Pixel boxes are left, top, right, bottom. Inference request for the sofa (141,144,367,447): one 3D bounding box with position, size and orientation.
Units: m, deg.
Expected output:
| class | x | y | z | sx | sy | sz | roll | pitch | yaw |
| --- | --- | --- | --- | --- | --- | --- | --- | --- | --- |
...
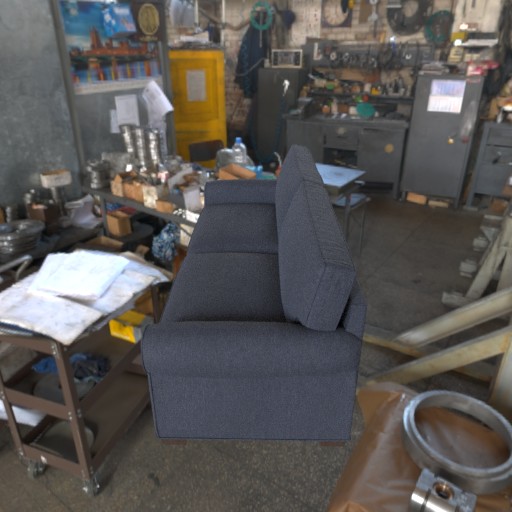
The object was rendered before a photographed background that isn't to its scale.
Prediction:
| class | x | y | z | sx | sy | sz | roll | pitch | yaw |
| --- | --- | --- | --- | --- | --- | --- | --- | --- | --- |
| sofa | 0.000 | 0.000 | 2.905 | 0.954 | 1.026 | 2.391 | 1 | 26 | 1 |
